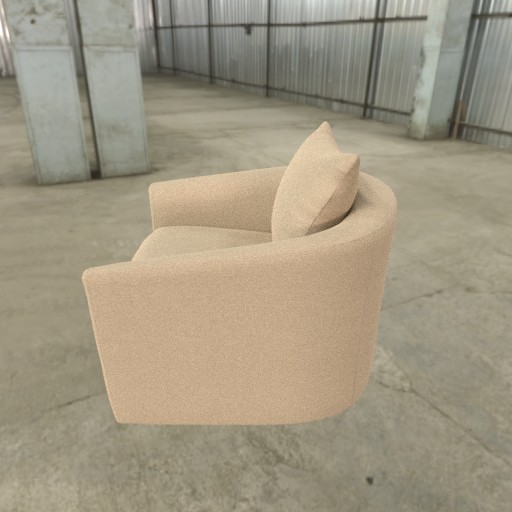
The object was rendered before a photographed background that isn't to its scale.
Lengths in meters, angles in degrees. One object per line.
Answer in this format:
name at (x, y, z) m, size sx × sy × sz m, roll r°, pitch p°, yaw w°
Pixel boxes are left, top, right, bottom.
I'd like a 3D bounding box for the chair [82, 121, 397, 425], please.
chair at (0.000, 0.000, 1.579) m, size 0.910 × 0.848 × 0.845 m, roll 0°, pitch 26°, yaw 0°
